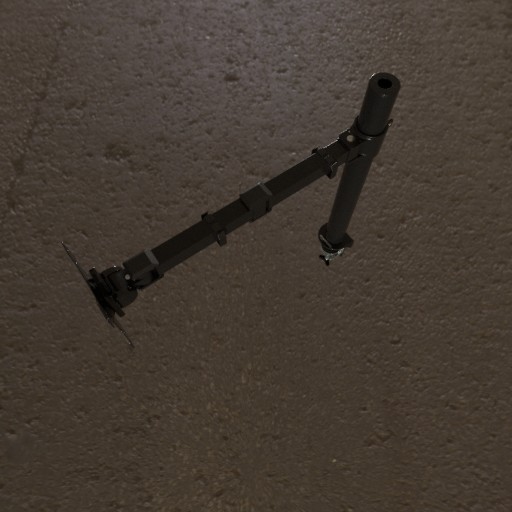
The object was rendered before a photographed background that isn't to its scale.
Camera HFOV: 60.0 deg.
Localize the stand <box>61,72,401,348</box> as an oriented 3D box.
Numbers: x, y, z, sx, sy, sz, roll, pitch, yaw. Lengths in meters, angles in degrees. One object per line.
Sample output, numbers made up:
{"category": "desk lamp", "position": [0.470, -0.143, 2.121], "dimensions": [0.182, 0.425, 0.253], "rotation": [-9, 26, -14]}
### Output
{"category": "stand", "position": [0.000, 0.000, 0.726], "dimensions": [0.456, 0.510, 0.115], "rotation": [-33, 68, -15]}
